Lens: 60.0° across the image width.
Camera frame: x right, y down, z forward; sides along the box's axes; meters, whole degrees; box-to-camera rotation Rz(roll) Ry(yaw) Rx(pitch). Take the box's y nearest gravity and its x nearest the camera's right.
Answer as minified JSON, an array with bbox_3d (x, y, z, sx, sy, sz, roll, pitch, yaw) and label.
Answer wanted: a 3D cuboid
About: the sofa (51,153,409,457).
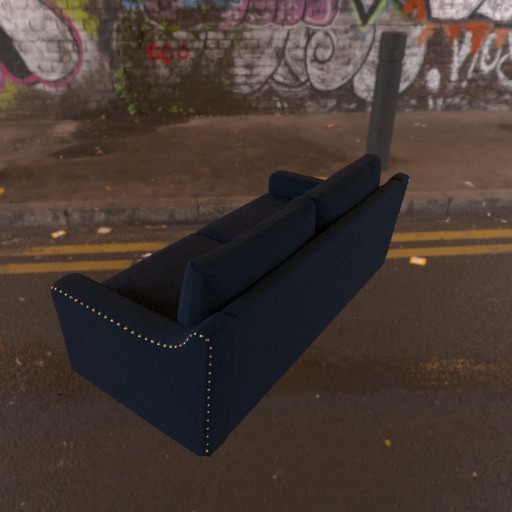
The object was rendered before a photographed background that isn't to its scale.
[{"bbox_3d":[0.000,0.000,2.743,1.104,0.983,2.107,20,36,30],"label":"sofa"}]
